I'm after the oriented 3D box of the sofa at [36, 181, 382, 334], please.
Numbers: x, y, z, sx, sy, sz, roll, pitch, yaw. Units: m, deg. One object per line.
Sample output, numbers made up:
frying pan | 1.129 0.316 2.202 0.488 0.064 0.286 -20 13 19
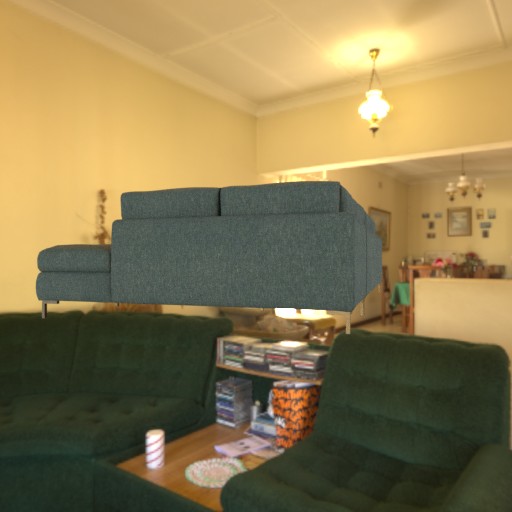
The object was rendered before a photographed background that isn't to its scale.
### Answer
sofa | 0.000 0.000 3.891 2.007 0.815 2.949 0 0 19
